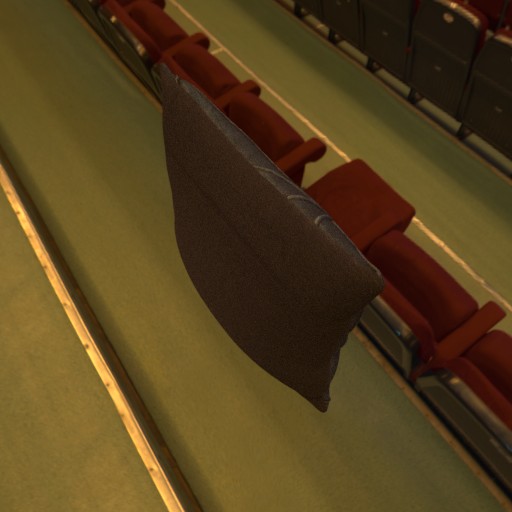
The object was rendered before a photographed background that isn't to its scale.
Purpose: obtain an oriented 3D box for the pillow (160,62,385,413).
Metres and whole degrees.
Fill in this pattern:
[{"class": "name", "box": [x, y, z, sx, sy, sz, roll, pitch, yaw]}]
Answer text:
[{"class": "pillow", "box": [0.000, 0.000, 0.684, 0.183, 0.440, 0.439, -31, 63, -18]}]
